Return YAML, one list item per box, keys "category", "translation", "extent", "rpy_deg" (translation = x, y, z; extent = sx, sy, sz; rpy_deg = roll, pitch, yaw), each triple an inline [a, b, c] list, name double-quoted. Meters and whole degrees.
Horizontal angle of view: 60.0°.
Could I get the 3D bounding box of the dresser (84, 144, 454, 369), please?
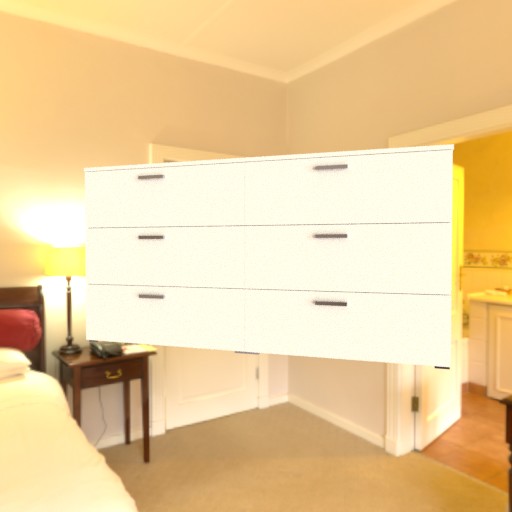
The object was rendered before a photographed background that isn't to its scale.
- category: "dresser"
  translation: [0.000, 0.000, 1.919]
  extent: [1.535, 0.790, 0.333]
  rpy_deg: [0, 1, 18]
